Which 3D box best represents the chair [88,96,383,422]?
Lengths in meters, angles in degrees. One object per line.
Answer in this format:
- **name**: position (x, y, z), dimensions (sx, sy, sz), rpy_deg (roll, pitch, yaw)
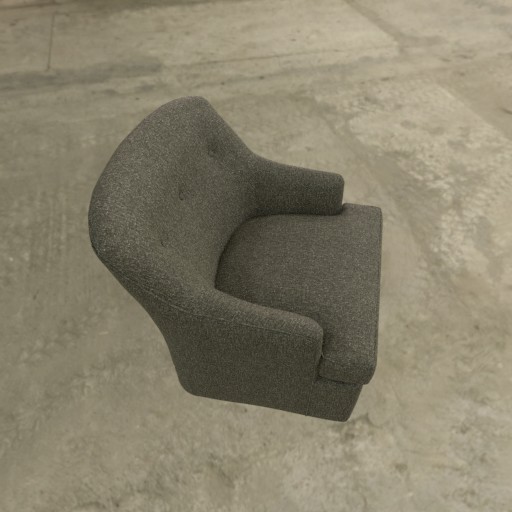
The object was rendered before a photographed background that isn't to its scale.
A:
- **chair**: position (0.000, 0.000, 1.646), dimensions (0.923, 0.856, 0.864), rpy_deg (9, 47, 9)
